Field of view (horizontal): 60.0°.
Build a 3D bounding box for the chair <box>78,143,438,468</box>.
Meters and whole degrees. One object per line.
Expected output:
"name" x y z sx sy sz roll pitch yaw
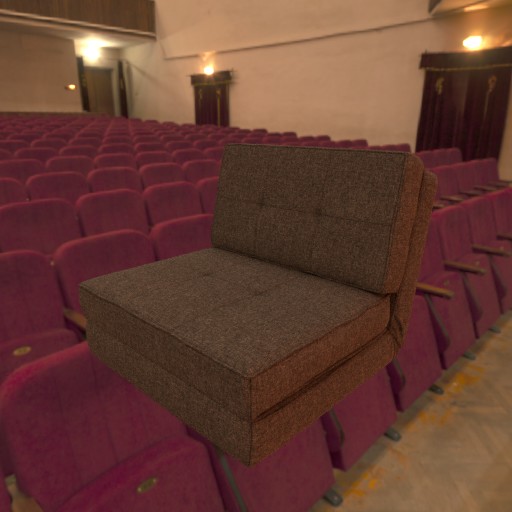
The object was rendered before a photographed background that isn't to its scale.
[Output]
"chair" 0.000 0.000 1.316 0.740 0.615 0.800 16 23 42
